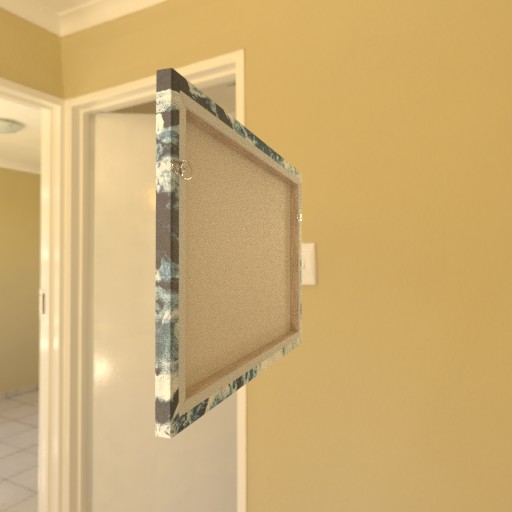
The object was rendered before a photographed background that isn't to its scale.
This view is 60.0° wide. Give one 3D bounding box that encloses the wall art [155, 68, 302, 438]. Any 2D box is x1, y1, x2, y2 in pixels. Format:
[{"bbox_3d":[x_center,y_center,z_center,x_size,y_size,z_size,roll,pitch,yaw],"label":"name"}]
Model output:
[{"bbox_3d":[0.000,0.000,1.934,0.055,1.017,1.524,0,-1,19],"label":"wall art"}]
